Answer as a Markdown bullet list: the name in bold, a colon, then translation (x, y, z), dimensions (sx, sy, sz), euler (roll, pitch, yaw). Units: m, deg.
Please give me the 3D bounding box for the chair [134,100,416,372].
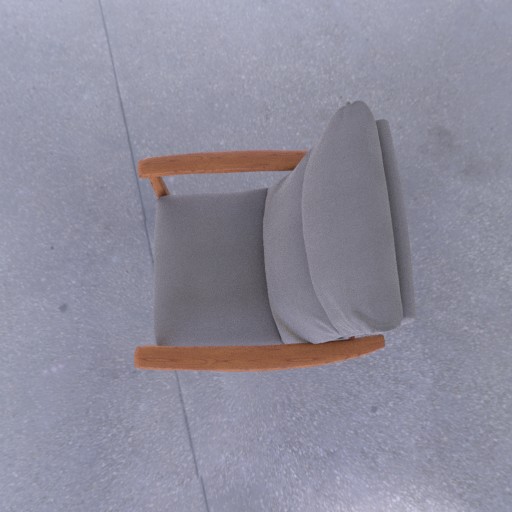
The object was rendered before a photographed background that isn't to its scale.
- **chair**: translation (0.000, 0.000, 1.552), dimensions (0.816, 0.922, 0.782), euler (-3, 75, -1)
